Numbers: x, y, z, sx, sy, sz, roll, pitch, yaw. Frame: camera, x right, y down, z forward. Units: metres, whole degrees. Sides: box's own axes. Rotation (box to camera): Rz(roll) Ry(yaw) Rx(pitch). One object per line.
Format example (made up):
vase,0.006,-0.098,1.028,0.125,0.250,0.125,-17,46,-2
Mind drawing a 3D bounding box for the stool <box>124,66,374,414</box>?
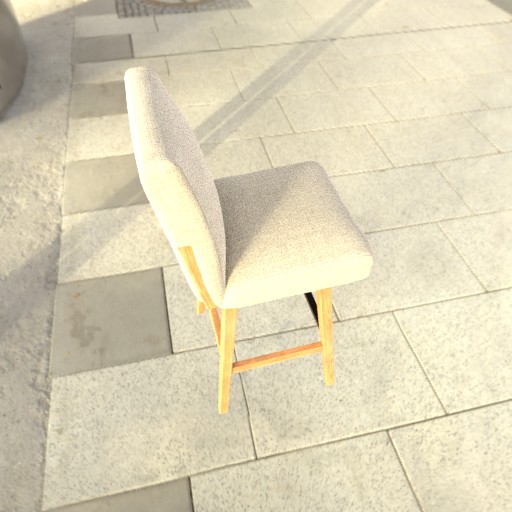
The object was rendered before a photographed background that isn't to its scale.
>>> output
stool,0.000,0.000,1.400,0.569,1.106,0.483,-11,49,-10
